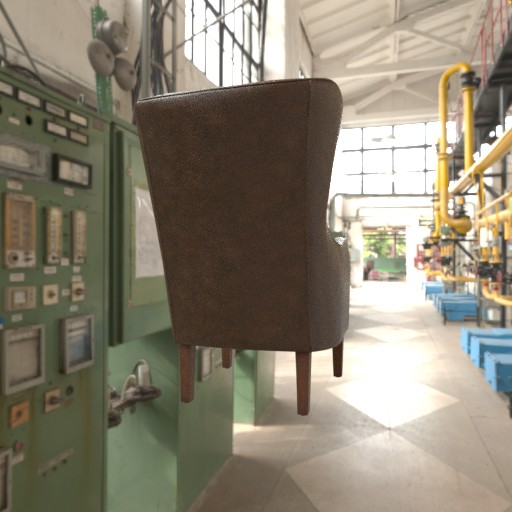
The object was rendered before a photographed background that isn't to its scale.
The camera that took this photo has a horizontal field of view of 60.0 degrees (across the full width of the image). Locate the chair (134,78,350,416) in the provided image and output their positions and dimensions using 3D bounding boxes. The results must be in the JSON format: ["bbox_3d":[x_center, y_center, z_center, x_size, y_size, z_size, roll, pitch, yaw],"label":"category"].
[{"bbox_3d":[0.000,0.000,1.664,0.692,1.048,0.914,0,0,18],"label":"chair"}]
